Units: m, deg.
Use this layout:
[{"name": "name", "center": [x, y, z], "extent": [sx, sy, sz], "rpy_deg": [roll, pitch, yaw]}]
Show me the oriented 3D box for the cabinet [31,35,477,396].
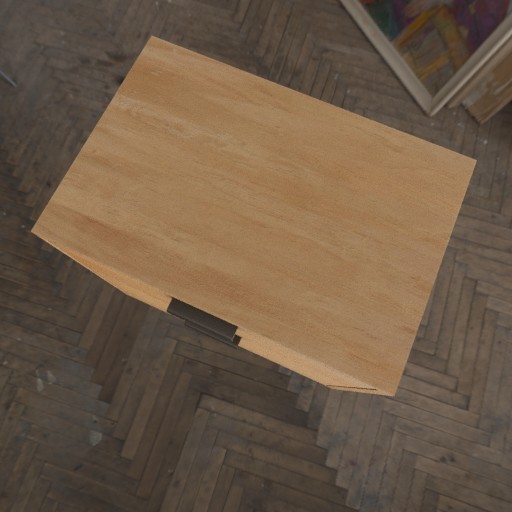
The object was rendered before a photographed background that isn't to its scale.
[{"name": "cabinet", "center": [0.000, 0.000, 0.937], "extent": [0.551, 0.599, 0.394], "rpy_deg": [23, 76, 6]}]
